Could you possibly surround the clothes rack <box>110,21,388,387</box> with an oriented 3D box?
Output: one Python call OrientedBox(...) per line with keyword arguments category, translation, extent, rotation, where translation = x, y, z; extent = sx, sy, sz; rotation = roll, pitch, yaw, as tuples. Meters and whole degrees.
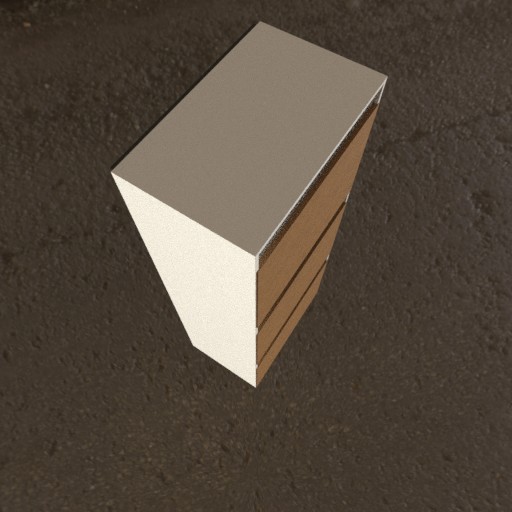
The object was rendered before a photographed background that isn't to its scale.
OrientedBox(category="clothes rack", translation=(0.000, 0.000, 1.395), extent=(0.330, 1.187, 0.500), rotation=(30, 67, 14))
